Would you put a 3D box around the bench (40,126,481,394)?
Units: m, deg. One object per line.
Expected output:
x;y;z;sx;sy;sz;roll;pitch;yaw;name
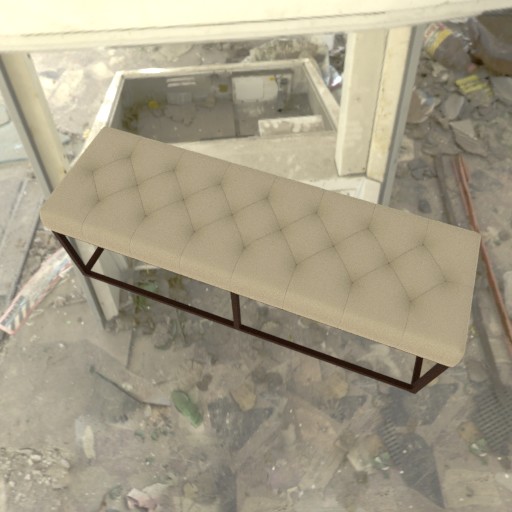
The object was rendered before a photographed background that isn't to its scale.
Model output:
0.000;0.000;1.715;1.488;0.488;0.479;18;61;10;bench
